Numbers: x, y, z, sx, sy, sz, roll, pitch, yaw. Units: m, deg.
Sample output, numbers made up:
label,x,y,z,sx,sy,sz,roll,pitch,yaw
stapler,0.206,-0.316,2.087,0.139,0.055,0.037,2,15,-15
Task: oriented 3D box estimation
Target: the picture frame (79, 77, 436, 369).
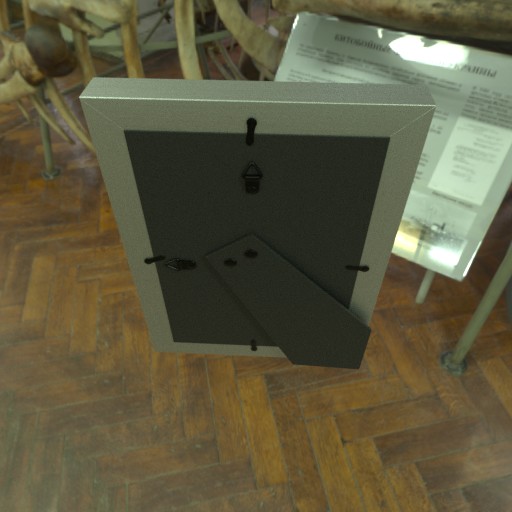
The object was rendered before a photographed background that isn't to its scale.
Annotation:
label,x,y,z,sx,sy,sz,roll,pitch,yaw
picture frame,0.000,0.000,0.273,0.157,0.208,0.028,2,46,2
